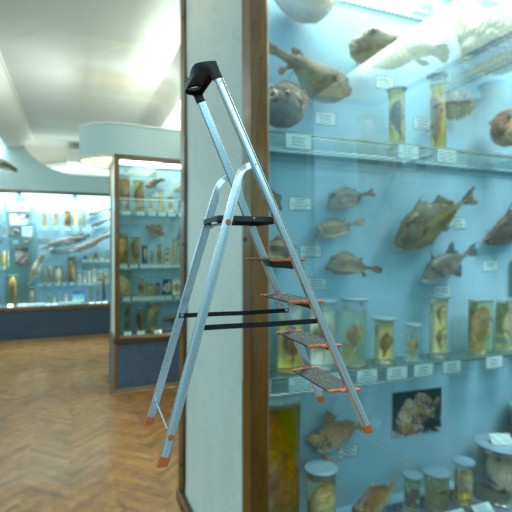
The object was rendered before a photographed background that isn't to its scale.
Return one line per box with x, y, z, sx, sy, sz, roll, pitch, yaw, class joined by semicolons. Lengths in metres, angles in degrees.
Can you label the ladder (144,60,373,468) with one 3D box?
0.000;0.000;2.109;0.995;1.646;0.480;0;0;-20;ladder
